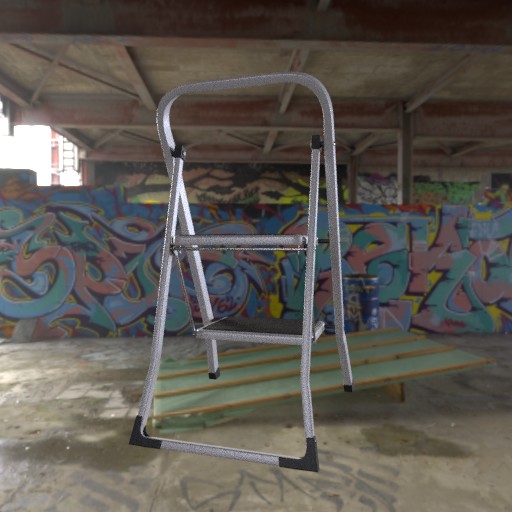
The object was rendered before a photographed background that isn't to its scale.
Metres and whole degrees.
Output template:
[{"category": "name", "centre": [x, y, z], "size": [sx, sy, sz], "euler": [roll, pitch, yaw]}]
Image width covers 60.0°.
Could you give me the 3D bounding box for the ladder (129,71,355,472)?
[{"category": "ladder", "centre": [0.000, 0.000, 1.141], "size": [0.460, 0.810, 0.544], "euler": [0, 1, 17]}]
